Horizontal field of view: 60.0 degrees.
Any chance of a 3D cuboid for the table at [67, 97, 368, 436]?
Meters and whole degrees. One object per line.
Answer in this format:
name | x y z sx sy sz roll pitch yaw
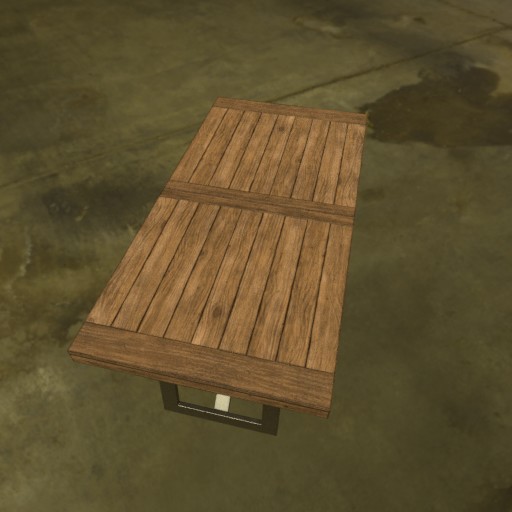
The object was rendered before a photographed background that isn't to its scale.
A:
table | 0.000 0.000 2.384 0.931 0.757 1.867 10 48 9
